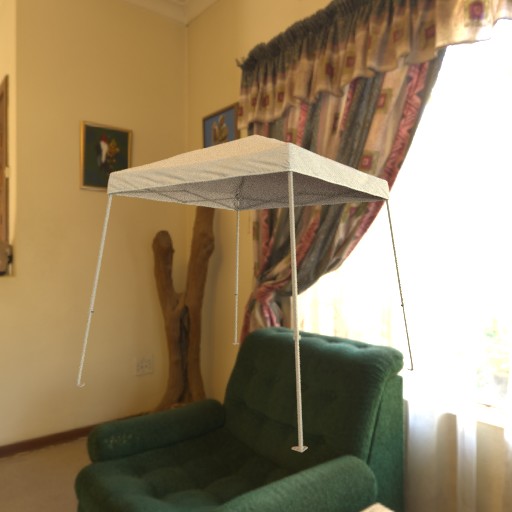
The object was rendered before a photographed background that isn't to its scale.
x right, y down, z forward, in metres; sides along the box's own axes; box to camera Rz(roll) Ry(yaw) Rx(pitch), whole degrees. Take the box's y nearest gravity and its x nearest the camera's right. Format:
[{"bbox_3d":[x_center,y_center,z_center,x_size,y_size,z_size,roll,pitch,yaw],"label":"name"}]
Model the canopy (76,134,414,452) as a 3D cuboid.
[{"bbox_3d":[0.000,0.000,6.589,3.600,3.600,3.599,0,0,35],"label":"canopy"}]
